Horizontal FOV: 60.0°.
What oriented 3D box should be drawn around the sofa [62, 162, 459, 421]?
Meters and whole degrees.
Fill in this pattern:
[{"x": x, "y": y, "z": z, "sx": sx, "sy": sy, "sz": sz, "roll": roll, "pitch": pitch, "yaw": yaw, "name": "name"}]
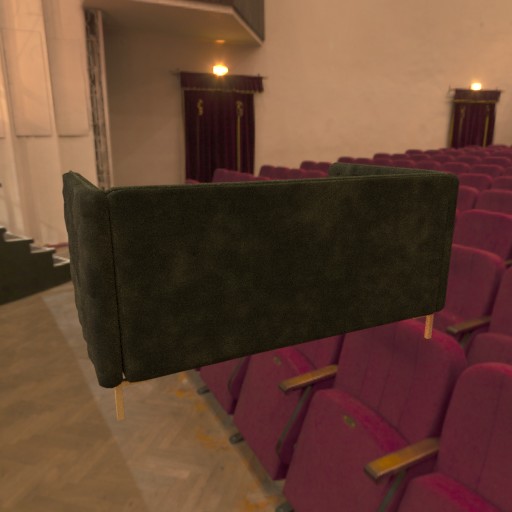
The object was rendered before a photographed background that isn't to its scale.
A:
[{"x": 0.000, "y": 0.000, "z": 2.018, "sx": 1.537, "sy": 0.768, "sz": 0.895, "roll": -7, "pitch": 17, "yaw": -25, "name": "sofa"}]
